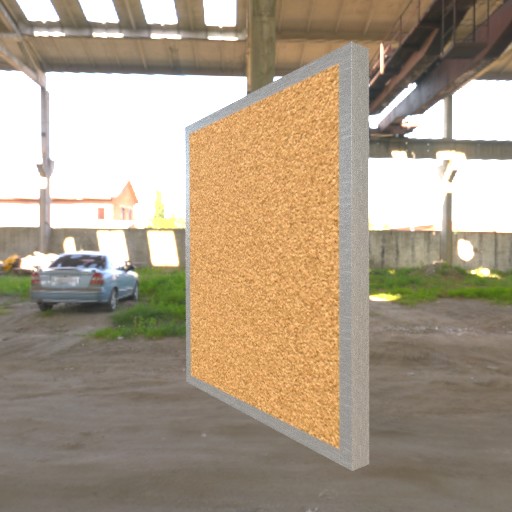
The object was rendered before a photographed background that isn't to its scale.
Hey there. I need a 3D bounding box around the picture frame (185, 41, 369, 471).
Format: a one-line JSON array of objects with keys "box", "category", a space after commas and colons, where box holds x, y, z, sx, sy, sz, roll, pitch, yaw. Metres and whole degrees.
[{"box": [0.000, 0.000, 0.531, 0.027, 0.378, 0.327, 0, 1, -35], "category": "picture frame"}]
